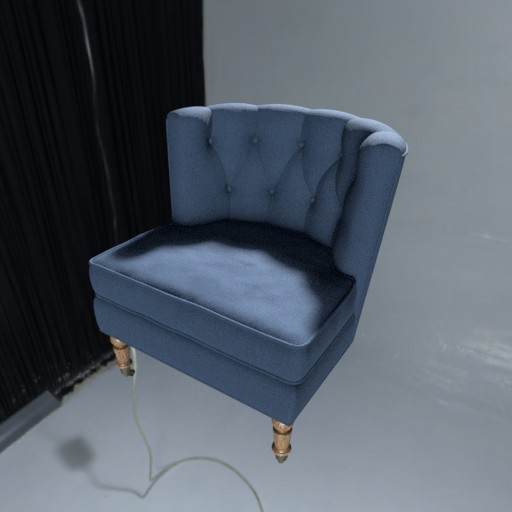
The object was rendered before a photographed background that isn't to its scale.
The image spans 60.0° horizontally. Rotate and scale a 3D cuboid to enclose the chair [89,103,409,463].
[{"bbox_3d":[0.000,0.000,1.334,0.740,0.771,0.718,17,34,28],"label":"chair"}]
